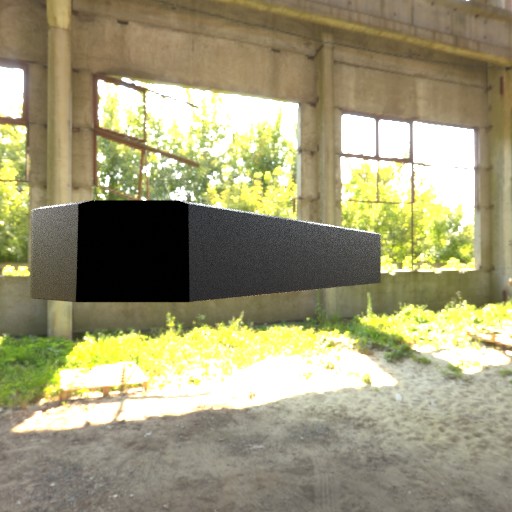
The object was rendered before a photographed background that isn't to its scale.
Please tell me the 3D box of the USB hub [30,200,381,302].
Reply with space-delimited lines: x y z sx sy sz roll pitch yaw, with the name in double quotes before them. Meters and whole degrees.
"USB hub" 0.000 0.000 0.160 0.044 0.023 0.145 -1 -1 35
